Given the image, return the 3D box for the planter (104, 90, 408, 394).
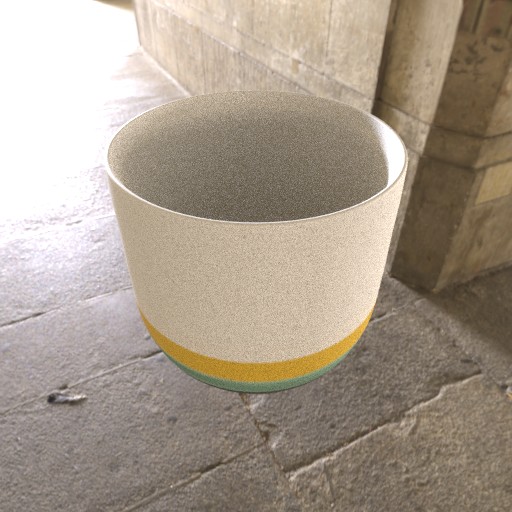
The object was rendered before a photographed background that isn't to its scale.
[{"bbox_3d":[0.000,0.000,0.485,0.268,0.270,0.268,0,39,0],"label":"planter"}]
